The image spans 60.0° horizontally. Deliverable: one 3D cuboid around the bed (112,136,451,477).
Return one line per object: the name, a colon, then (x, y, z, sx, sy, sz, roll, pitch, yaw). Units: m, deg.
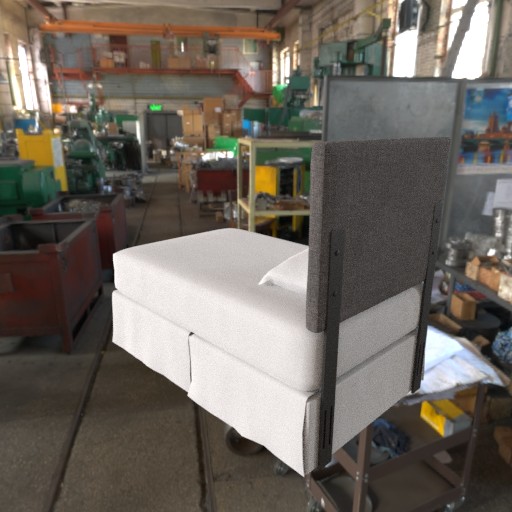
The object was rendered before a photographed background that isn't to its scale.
bed: (0.000, 0.000, 2.980, 1.261, 1.571, 1.997, -15, 22, -41)
